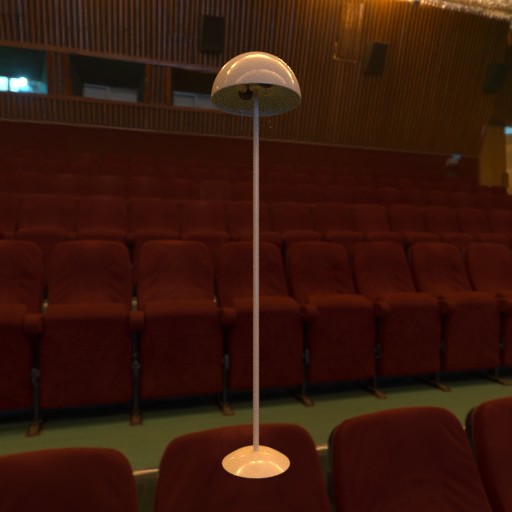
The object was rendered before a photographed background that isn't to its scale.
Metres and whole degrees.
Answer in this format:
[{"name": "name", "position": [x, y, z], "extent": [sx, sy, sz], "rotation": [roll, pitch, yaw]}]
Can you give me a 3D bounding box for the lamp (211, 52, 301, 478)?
[{"name": "lamp", "position": [0.000, 0.000, 1.607], "extent": [0.328, 1.480, 0.328], "rotation": [0, -2, -17]}]
